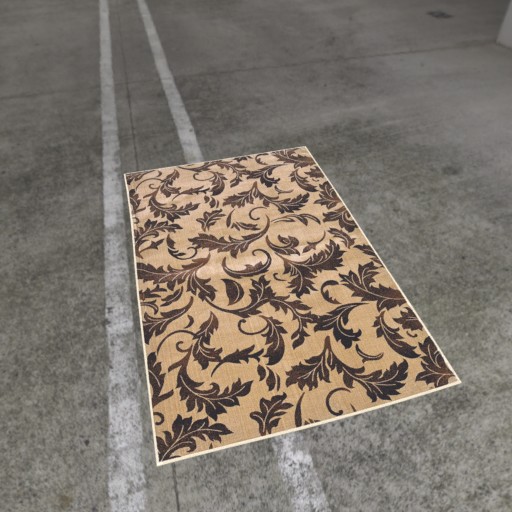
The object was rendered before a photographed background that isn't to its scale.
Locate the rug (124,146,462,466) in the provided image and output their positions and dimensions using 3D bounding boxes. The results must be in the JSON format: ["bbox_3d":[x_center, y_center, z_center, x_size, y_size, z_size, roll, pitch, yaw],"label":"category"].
[{"bbox_3d":[0.000,0.000,2.838,1.522,0.008,2.284,-11,47,-11],"label":"rug"}]
